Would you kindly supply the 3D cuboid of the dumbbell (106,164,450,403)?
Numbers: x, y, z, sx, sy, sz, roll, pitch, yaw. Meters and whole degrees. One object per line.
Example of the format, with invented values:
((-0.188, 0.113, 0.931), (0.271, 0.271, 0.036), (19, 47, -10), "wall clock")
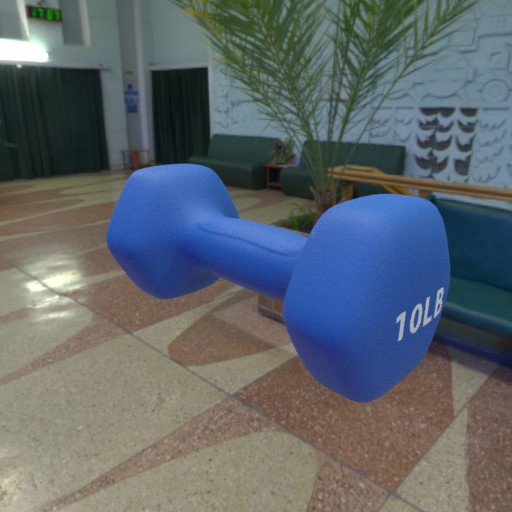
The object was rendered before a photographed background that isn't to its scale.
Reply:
((0.000, 0.000, 0.267), (0.103, 0.093, 0.212), (-17, 25, -41), "dumbbell")
